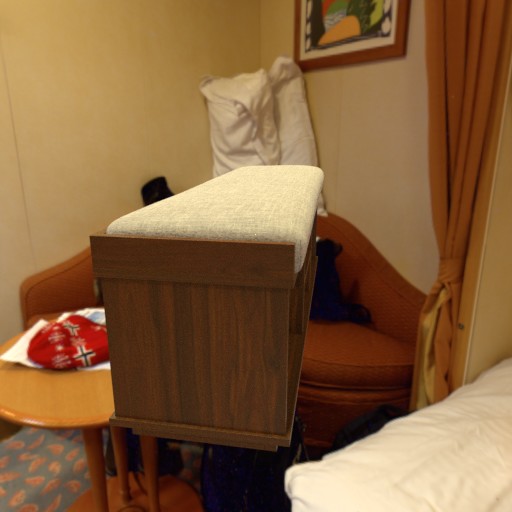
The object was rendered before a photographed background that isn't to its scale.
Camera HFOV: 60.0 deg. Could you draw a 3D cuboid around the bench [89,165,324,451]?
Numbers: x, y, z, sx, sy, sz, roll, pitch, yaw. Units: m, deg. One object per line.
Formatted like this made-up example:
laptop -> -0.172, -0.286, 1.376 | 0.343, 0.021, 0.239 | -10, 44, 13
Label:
bench -> 0.000, 0.000, 1.346 | 0.367, 0.468, 1.196 | 3, 16, 10
